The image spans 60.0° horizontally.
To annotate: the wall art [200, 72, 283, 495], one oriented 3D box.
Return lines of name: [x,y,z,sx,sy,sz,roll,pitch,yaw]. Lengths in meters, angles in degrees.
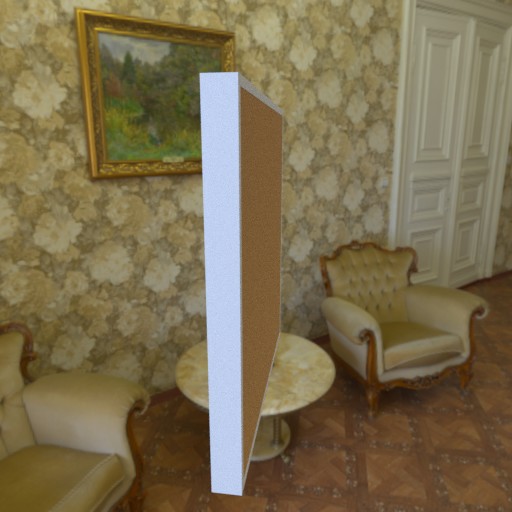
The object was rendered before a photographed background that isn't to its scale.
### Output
wall art: [0.000,0.000,0.452,0.024,0.304,0.304,2,14,8]
